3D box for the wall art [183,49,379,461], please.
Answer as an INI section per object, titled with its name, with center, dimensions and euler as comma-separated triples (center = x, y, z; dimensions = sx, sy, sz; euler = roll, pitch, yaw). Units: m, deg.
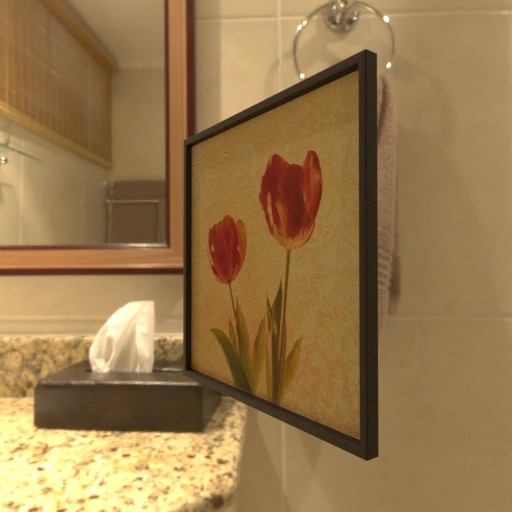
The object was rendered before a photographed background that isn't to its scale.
[wall art]
center = 0.000, 0.000, 1.206
dimensions = 0.043, 0.807, 0.805
euler = 1, -1, -35
